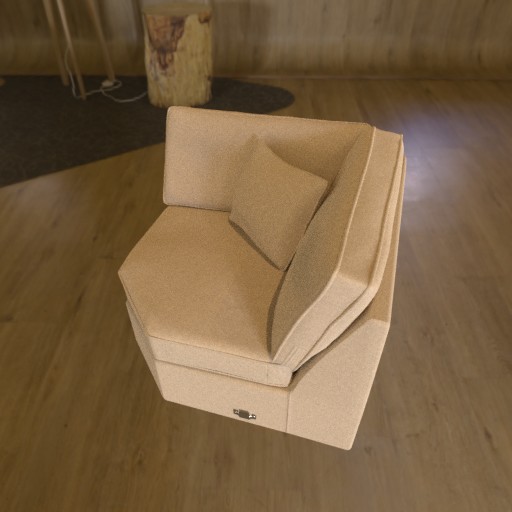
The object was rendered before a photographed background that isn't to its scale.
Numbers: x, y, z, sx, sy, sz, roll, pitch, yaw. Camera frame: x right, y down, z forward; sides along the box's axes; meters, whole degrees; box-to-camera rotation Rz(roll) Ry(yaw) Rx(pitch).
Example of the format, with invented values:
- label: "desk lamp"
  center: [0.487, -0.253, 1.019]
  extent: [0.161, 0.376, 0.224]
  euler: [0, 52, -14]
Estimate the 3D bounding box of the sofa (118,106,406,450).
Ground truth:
- label: "sofa"
  center: [0.000, 0.000, 1.839]
  extent: [1.050, 0.937, 1.042]
  euler: [12, 42, 13]
